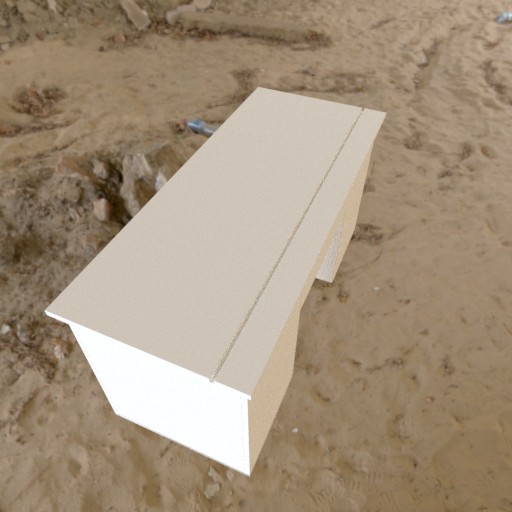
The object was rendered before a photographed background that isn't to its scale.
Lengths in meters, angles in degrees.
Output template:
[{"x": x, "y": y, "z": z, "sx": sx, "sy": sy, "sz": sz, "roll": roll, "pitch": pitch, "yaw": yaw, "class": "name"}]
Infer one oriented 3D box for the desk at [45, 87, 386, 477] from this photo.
[{"x": 0.000, "y": 0.000, "z": 1.990, "sx": 0.670, "sy": 0.760, "sz": 1.580, "roll": 18, "pitch": 49, "yaw": 16, "class": "desk"}]
